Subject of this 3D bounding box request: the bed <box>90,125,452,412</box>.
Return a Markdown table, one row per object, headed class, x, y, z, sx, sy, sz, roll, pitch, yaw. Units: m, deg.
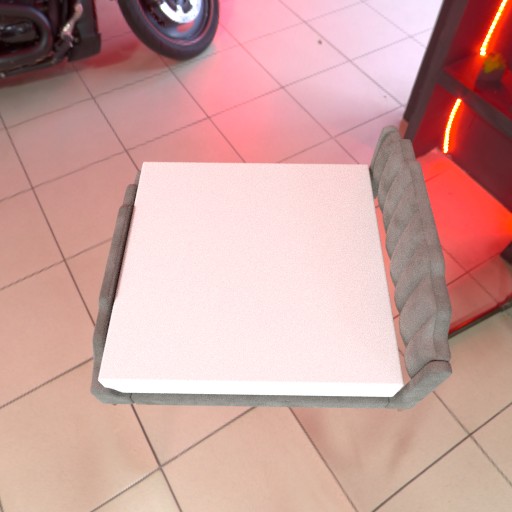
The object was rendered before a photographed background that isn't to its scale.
| class | x | y | z | sx | sy | sz | roll | pitch | yaw |
| --- | --- | --- | --- | --- | --- | --- | --- | --- | --- |
| bed | 0.000 | 0.000 | 3.458 | 2.340 | 1.245 | 2.074 | 1 | 58 | 0 |
